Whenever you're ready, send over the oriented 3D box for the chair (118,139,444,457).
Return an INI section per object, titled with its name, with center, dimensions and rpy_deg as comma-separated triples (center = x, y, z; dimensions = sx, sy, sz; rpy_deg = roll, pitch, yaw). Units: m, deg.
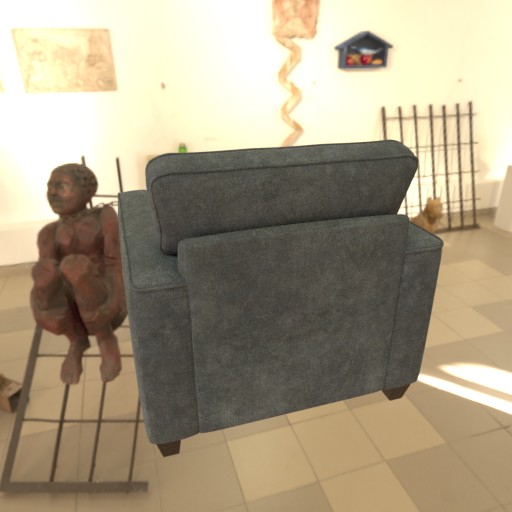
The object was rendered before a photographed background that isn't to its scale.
[chair]
center = 0.000, 0.000, 1.750
dimensions = 1.015, 0.965, 0.939
rpy_deg = -8, 26, -16
